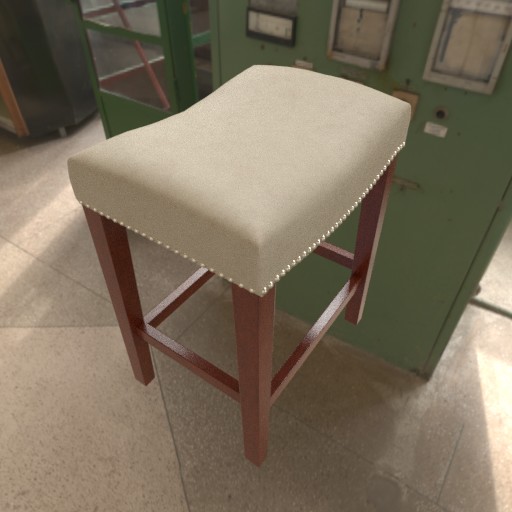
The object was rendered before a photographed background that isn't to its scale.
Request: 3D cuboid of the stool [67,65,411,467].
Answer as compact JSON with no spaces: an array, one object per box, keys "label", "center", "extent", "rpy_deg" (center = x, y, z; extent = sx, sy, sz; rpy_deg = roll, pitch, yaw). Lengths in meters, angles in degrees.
[{"label":"stool","center":[0.000,0.000,0.938],"extent":[0.375,0.632,0.509],"rpy_deg":[25,48,25]}]
